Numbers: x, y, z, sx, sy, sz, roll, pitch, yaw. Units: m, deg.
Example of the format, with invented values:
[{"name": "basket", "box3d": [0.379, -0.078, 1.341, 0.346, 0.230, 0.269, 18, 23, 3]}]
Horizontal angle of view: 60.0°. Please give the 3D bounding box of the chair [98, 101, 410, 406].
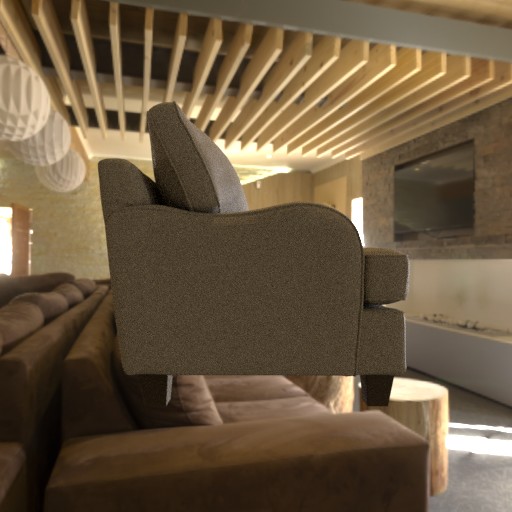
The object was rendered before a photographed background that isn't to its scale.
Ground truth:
[{"name": "chair", "box3d": [0.000, 0.000, 2.026, 1.040, 1.016, 1.220, 0, -1, 0]}]
